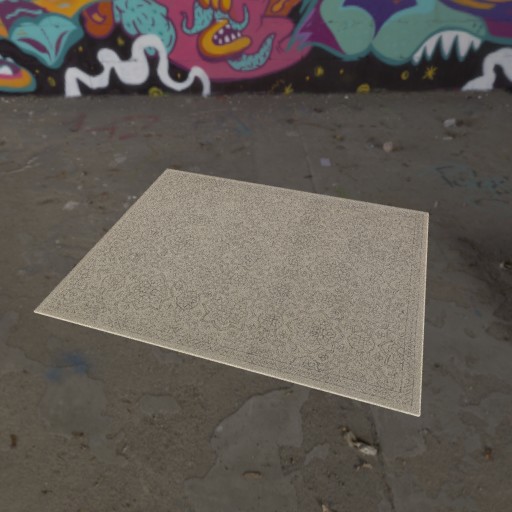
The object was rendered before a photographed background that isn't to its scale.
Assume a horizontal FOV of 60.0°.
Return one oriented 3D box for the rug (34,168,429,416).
[{"bbox_3d":[0.000,0.000,4.157,3.050,0.015,2.441,12,42,13],"label":"rug"}]
